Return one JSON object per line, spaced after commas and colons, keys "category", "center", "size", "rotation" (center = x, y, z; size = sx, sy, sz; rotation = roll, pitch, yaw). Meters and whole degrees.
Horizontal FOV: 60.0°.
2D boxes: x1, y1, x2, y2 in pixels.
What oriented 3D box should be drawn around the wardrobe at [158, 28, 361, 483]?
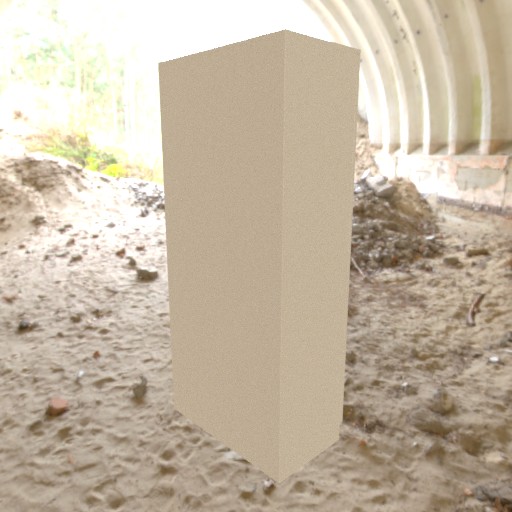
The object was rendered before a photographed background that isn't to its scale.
{"category": "wardrobe", "center": [0.000, 0.000, 2.038], "size": [0.470, 1.700, 0.760], "rotation": [-12, 18, -43]}
